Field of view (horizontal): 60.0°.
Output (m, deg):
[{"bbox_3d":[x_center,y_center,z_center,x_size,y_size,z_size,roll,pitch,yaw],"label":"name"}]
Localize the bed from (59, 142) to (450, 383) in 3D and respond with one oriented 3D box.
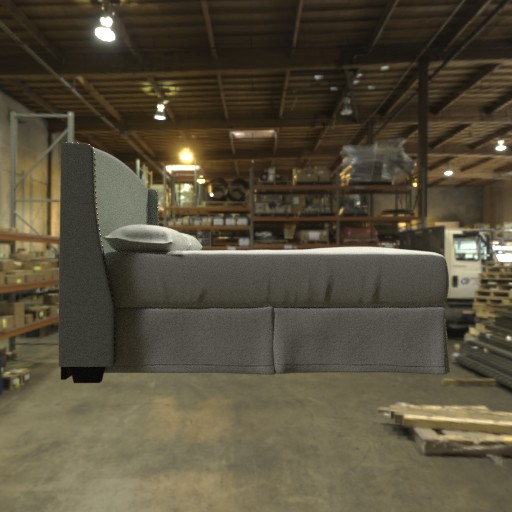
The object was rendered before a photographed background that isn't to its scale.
[{"bbox_3d":[0.000,0.000,3.295,2.237,1.407,1.710,0,0,-1],"label":"bed"}]
